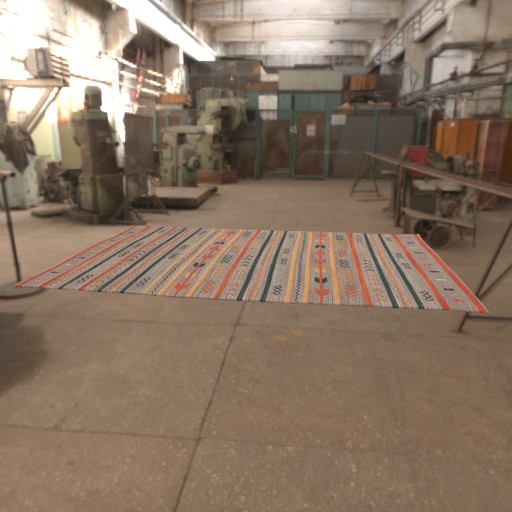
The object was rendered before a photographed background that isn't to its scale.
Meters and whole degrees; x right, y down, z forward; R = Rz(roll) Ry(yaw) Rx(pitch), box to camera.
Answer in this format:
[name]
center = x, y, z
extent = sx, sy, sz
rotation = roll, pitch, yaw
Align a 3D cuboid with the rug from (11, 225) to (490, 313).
[rug]
center = 0.000, 0.000, 2.252
extent = 1.835, 0.017, 1.220
rotation = 2, 16, 8
